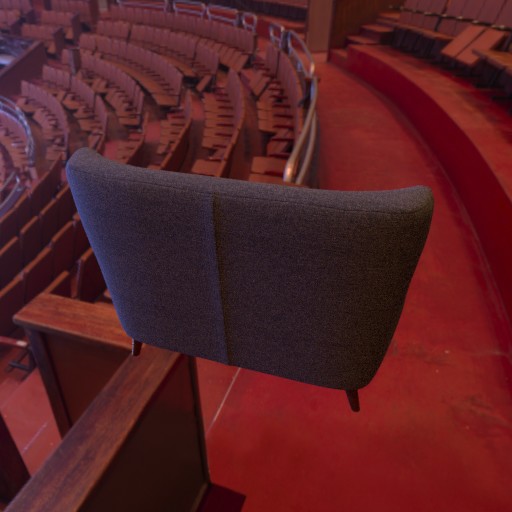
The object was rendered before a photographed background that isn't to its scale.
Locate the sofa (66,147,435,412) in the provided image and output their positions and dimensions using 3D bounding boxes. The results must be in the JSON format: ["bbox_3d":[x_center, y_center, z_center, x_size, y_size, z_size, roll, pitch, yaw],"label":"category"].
[{"bbox_3d":[0.000,0.000,2.031,1.358,1.028,0.874,10,33,15],"label":"sofa"}]
